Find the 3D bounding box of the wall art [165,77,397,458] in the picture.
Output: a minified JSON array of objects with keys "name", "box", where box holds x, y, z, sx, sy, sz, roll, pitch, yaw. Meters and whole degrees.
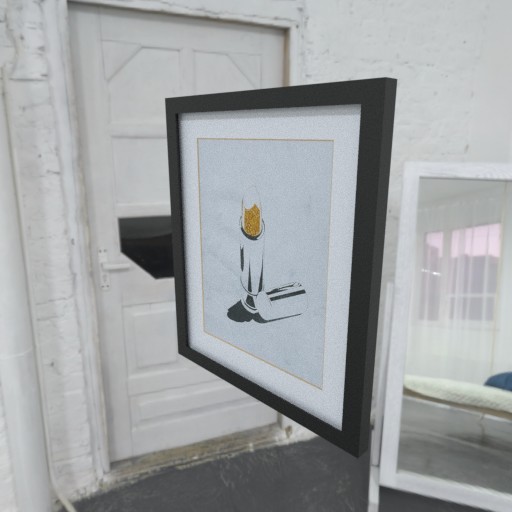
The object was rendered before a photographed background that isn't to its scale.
[{"name":"wall art","box":[0.000,0.000,0.543,0.019,0.381,0.330,-15,21,-43]}]
